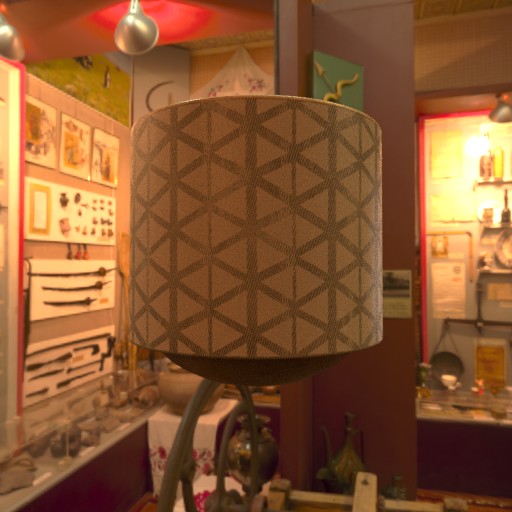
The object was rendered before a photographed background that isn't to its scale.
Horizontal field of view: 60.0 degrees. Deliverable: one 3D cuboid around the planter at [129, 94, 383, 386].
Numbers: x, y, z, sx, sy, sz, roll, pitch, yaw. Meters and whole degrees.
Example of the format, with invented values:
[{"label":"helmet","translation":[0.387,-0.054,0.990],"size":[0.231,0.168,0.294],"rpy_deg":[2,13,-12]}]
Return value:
[{"label":"planter","translation":[0.000,0.000,0.347],"size":[0.190,0.181,0.190],"rpy_deg":[0,-1,0]}]
